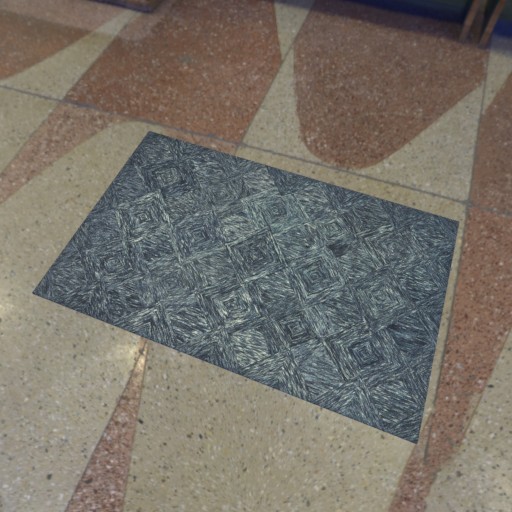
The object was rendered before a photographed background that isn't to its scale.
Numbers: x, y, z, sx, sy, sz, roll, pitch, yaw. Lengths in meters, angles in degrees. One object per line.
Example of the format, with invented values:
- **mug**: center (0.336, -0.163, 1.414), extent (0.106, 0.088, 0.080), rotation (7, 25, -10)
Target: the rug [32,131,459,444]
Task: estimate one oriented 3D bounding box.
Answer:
- **rug**: center (0.000, 0.000, 2.814), extent (2.330, 0.017, 1.478), rotation (19, 61, 11)
